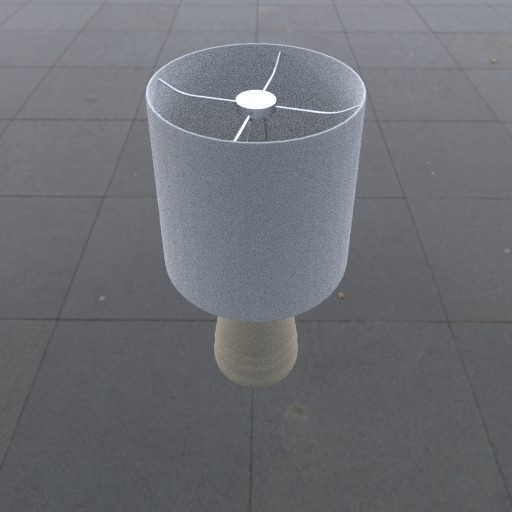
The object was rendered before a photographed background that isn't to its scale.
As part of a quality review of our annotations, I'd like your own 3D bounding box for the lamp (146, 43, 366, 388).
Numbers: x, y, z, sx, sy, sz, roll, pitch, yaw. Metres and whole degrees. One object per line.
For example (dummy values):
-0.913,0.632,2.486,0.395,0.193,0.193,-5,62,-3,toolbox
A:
0.000,0.000,0.466,0.186,0.369,0.186,0,46,0,lamp
